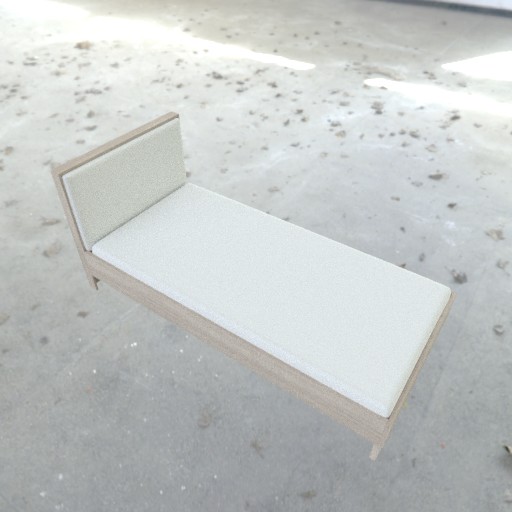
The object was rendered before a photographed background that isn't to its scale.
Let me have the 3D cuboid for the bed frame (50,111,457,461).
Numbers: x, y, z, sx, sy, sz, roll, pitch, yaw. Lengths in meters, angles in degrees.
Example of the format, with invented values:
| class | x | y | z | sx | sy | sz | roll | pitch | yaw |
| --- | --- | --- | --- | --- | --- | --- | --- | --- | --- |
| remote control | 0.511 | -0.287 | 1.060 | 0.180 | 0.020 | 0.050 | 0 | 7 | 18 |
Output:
| class | x | y | z | sx | sy | sz | roll | pitch | yaw |
| --- | --- | --- | --- | --- | --- | --- | --- | --- | --- |
| bed frame | 0.000 | 0.000 | 2.644 | 2.140 | 0.920 | 0.990 | 25 | 47 | 26 |
